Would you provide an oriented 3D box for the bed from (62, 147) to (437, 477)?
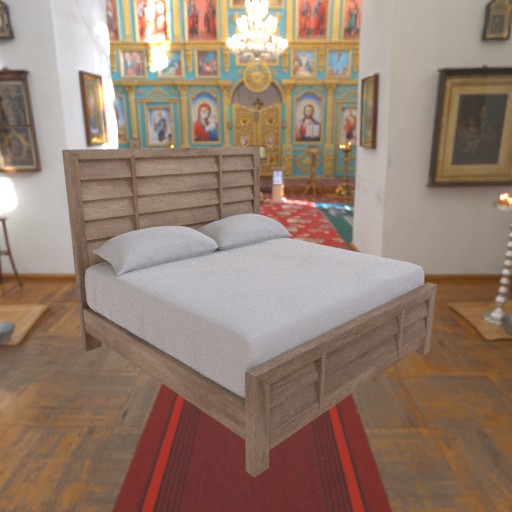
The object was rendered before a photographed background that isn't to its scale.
[{"bbox_3d":[0.000,0.000,3.485,2.032,1.626,2.062,-14,20,-43],"label":"bed"}]
